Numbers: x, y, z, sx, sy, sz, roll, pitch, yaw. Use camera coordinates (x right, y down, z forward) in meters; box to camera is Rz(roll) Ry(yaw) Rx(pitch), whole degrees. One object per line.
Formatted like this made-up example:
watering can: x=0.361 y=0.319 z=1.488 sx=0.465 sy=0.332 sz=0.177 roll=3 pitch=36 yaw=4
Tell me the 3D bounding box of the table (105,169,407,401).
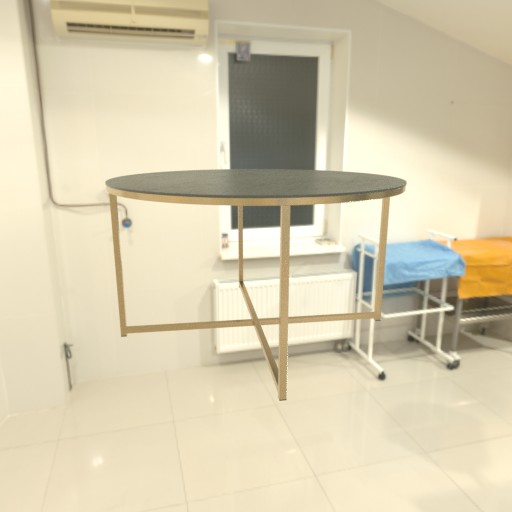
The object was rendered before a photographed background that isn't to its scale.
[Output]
table: x=0.000 y=0.000 z=1.295 sx=0.800 sy=0.450 sz=0.800 roll=0 pitch=15 yaw=0
